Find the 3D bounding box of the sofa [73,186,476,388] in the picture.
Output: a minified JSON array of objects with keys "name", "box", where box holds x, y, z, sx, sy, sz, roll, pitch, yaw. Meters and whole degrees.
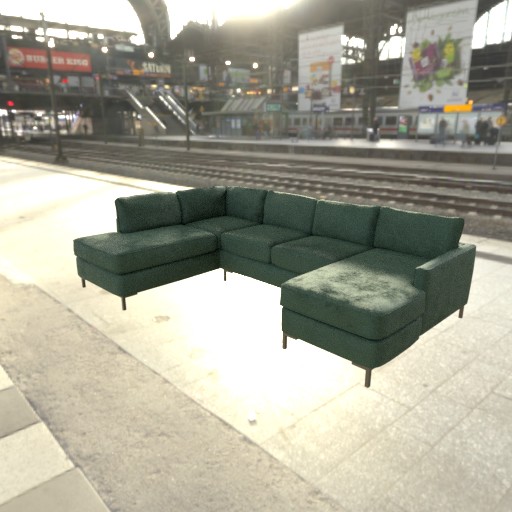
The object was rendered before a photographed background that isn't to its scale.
[{"name":"sofa","box":[0.000,0.000,3.838,1.992,0.861,2.994,-16,23,-43]}]
